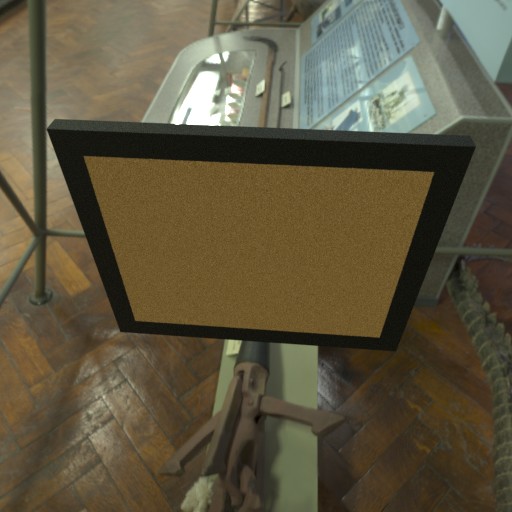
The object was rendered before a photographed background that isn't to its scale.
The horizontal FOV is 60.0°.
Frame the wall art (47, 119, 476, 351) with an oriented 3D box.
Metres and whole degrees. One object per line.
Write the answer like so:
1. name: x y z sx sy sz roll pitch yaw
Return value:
1. wall art: 0.000 0.000 0.747 0.561 0.460 0.028 3 45 3
